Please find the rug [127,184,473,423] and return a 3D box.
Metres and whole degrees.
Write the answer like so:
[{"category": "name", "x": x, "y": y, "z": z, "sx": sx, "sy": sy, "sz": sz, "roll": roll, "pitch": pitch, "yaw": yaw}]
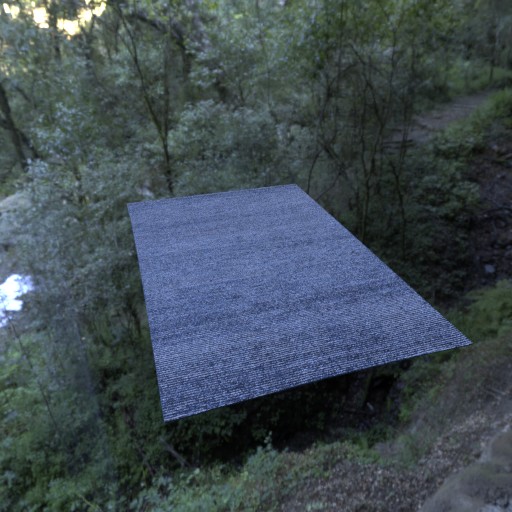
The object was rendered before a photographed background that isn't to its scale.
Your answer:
[{"category": "rug", "x": 0.000, "y": 0.000, "z": 2.192, "sx": 1.135, "sy": 0.010, "sz": 1.740, "roll": -9, "pitch": 31, "yaw": -15}]
